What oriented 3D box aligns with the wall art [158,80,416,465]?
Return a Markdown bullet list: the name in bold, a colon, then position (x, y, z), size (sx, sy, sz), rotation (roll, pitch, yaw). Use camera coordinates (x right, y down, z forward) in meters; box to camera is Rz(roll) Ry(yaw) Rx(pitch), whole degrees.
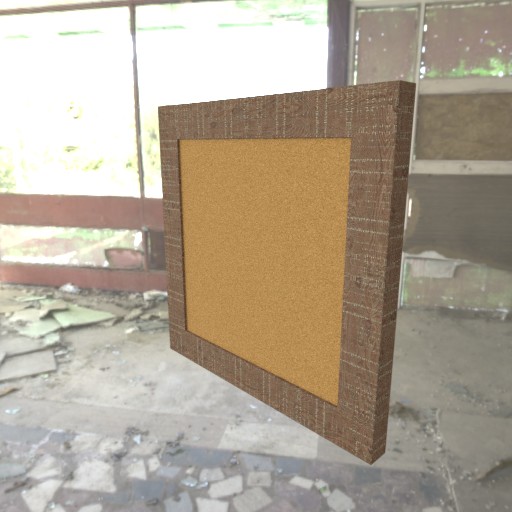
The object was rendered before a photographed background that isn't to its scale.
- **wall art**: position (0.000, 0.000, 0.785), size (0.040, 0.531, 0.531), rotation (-13, 19, -42)
